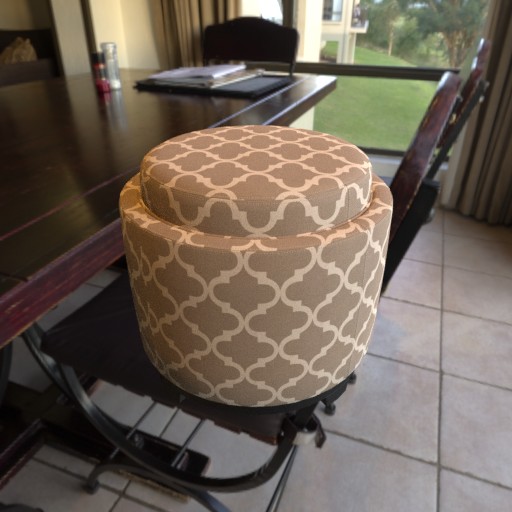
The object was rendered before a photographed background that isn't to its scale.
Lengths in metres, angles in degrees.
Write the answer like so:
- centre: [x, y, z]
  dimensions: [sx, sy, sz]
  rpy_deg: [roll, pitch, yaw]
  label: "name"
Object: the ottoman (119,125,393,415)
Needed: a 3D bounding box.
- centre: [0.000, 0.000, 0.861]
  dimensions: [0.480, 0.429, 0.480]
  rpy_deg: [0, 30, 0]
  label: "ottoman"
